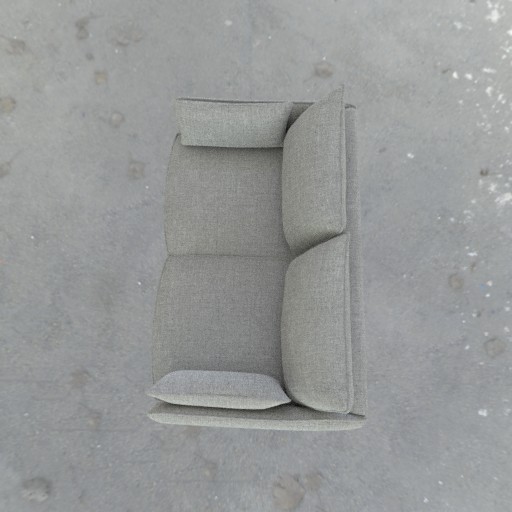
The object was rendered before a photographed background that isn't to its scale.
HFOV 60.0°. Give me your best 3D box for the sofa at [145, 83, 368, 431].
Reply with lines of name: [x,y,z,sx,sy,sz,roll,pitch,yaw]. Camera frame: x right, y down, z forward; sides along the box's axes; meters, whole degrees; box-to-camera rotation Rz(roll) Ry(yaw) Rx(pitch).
sofa: [0.000,0.000,2.180,0.972,0.851,1.580,1,75,0]
